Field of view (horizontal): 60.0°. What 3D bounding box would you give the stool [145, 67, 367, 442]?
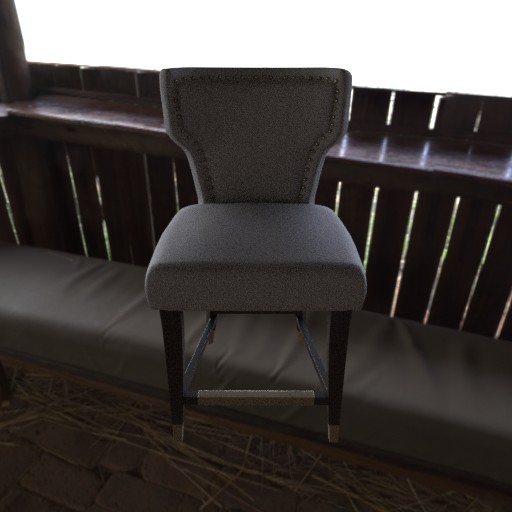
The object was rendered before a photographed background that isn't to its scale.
[{"bbox_3d":[0.000,0.000,1.292,0.527,0.982,0.563,0,29,0],"label":"stool"}]
